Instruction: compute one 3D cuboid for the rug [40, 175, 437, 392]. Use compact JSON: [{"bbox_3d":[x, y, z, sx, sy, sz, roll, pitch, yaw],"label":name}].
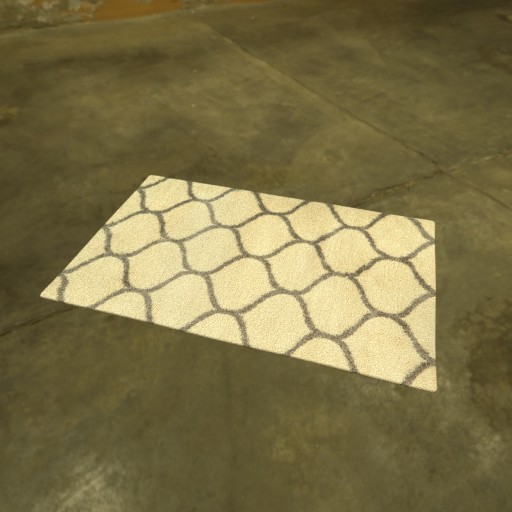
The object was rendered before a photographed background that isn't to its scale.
[{"bbox_3d":[0.000,0.000,3.026,2.348,0.024,1.501,11,42,12],"label":"rug"}]
